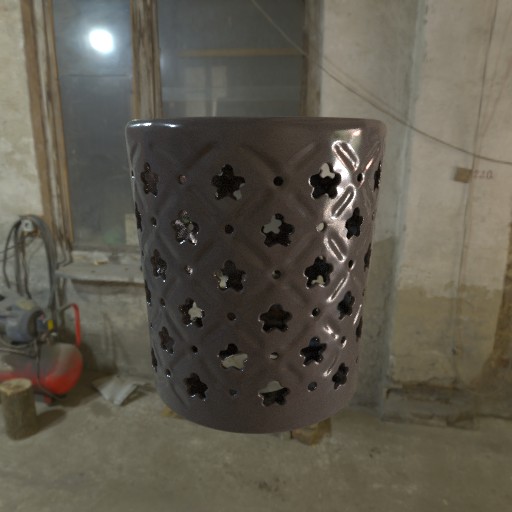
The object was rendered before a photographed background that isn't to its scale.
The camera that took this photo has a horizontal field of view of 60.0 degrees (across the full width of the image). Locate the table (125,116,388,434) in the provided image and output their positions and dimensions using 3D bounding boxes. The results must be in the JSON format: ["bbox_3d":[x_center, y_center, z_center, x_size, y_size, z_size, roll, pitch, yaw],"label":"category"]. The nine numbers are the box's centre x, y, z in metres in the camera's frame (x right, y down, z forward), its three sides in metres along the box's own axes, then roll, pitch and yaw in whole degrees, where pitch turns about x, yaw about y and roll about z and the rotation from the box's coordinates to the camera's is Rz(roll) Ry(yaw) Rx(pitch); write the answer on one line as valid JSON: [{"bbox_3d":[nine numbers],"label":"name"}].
[{"bbox_3d":[0.000,0.000,0.660,0.352,0.387,0.352,0,15,0],"label":"table"}]
